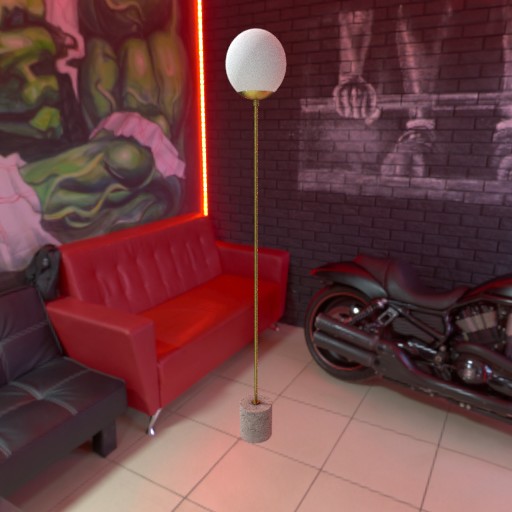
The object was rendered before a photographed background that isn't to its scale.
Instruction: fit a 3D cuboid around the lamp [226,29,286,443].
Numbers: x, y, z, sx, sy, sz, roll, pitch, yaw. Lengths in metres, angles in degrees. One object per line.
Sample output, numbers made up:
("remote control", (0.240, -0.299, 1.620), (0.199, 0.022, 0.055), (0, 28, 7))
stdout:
("lamp", (0.000, 0.000, 1.880), (0.229, 1.748, 0.229), (-8, 17, -26))
